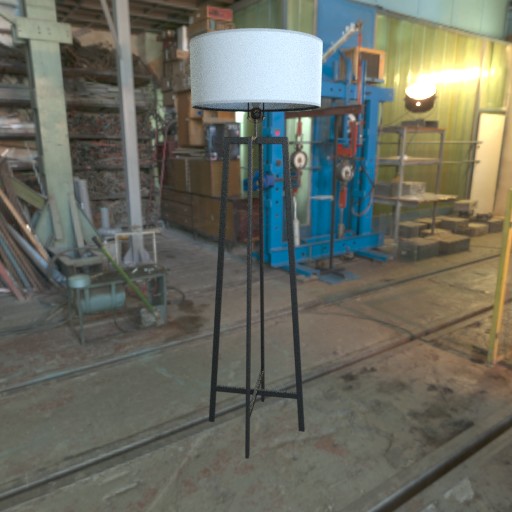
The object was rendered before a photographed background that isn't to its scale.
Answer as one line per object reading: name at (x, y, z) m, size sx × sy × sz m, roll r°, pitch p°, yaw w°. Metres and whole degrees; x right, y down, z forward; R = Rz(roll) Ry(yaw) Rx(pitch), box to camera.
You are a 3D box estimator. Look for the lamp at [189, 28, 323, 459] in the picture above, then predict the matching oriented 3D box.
lamp at (0.000, 0.000, 1.722) m, size 0.457 × 1.510 × 0.456 m, roll 2°, pitch 15°, yaw 9°
